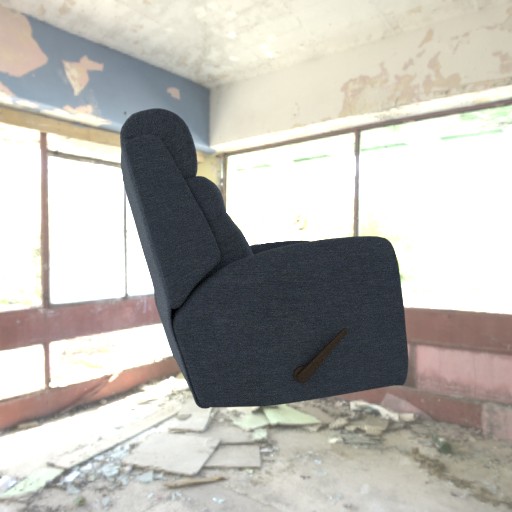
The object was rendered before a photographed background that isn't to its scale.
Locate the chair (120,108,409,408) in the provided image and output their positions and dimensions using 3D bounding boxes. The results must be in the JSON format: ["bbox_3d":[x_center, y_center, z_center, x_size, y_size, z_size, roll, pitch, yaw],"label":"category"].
[{"bbox_3d":[0.000,0.000,1.787,1.043,1.013,0.798,0,1,-17],"label":"chair"}]
